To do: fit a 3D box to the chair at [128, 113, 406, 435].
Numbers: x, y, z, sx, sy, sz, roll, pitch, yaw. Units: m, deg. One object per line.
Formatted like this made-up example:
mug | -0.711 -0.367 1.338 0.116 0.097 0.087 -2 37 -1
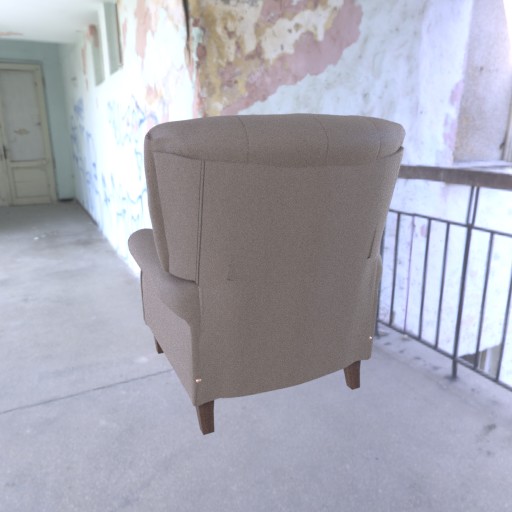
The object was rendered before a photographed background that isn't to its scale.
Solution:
chair | 0.000 0.000 1.891 0.999 1.138 1.041 -8 18 -24
